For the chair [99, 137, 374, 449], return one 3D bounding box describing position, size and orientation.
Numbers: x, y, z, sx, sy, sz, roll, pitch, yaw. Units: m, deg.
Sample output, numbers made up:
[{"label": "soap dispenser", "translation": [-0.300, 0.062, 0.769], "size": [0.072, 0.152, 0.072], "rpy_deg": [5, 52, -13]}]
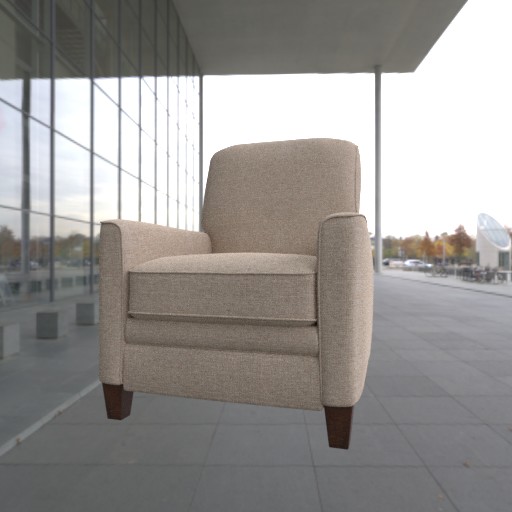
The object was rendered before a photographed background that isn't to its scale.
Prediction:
[{"label": "chair", "translation": [0.000, 0.000, 1.644], "size": [0.841, 1.028, 0.858], "rpy_deg": [0, 0, 17]}]
